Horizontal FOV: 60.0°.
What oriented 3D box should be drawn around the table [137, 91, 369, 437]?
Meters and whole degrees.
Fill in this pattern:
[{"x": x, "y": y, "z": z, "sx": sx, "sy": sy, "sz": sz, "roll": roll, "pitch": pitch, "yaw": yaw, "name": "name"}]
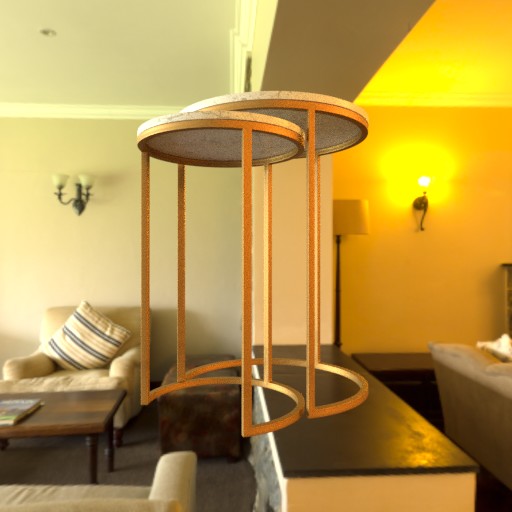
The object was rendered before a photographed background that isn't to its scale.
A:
[{"x": 0.000, "y": 0.000, "z": 0.896, "sx": 0.400, "sy": 0.550, "sz": 0.507, "roll": 0, "pitch": 0, "yaw": 37, "name": "table"}]
